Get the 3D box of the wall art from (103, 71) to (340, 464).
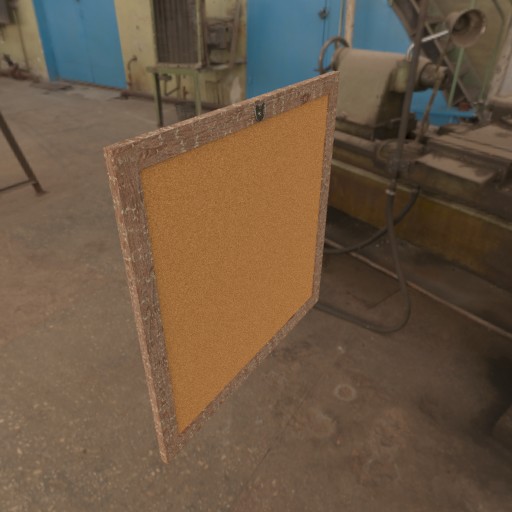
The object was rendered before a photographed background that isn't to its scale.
[{"bbox_3d":[0.000,0.000,0.561,0.012,0.384,0.384,20,37,29],"label":"wall art"}]
